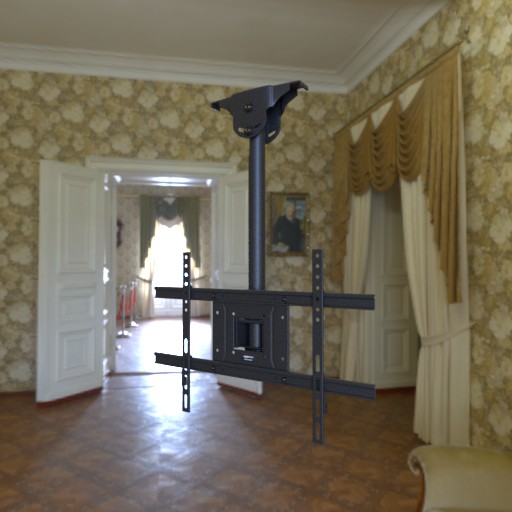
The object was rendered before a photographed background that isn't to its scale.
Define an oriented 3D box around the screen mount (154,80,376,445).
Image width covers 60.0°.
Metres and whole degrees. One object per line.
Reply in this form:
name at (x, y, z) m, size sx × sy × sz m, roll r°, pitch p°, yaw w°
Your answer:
screen mount at (0.000, 0.000, 1.052) m, size 0.595 × 0.775 × 0.090 m, roll -1°, pitch -1°, yaw 33°
